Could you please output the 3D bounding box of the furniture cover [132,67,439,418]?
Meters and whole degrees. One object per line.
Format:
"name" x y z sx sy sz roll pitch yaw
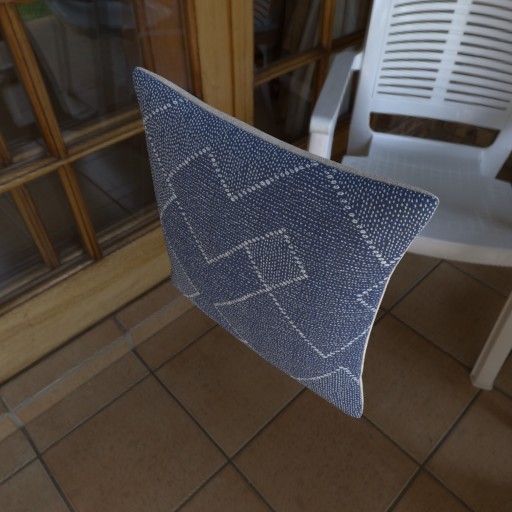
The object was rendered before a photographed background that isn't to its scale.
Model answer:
"furniture cover" 0.000 0.000 0.752 0.511 0.503 0.162 32 53 27
